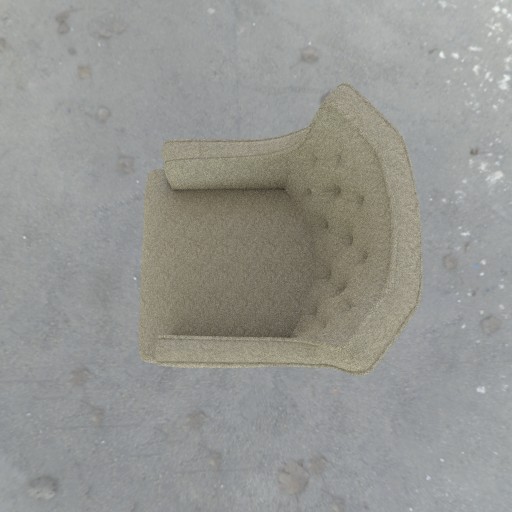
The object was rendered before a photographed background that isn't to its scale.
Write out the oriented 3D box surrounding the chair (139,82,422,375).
[{"bbox_3d":[0.000,0.000,1.666,0.910,0.920,0.820,-1,76,0],"label":"chair"}]
